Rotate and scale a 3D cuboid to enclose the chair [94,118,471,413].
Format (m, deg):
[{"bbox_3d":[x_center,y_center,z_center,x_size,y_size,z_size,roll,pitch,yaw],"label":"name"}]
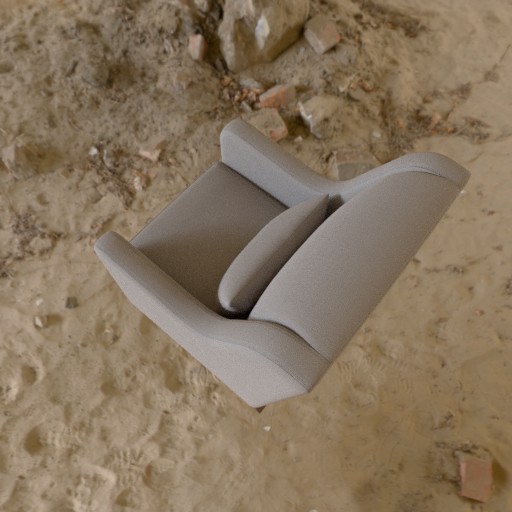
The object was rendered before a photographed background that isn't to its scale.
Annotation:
[{"bbox_3d":[0.000,0.000,1.540,0.863,1.010,0.715,36,69,17],"label":"chair"}]
